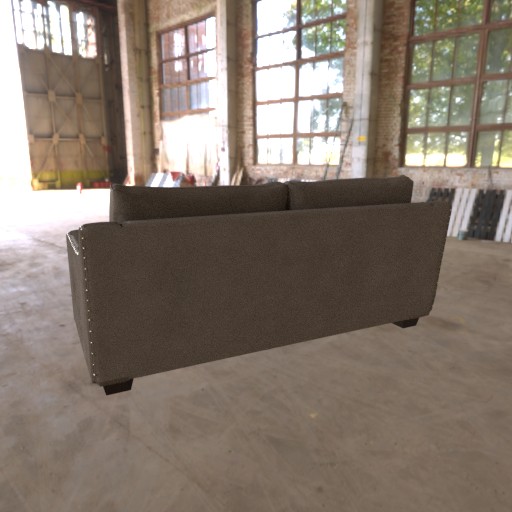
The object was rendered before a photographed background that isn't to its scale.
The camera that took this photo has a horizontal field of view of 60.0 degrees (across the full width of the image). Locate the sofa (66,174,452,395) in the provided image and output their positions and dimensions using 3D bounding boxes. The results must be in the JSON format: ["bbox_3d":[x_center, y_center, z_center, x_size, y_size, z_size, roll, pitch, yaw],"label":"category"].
[{"bbox_3d":[0.000,0.000,3.346,2.550,1.196,1.336,-6,14,-26],"label":"sofa"}]
